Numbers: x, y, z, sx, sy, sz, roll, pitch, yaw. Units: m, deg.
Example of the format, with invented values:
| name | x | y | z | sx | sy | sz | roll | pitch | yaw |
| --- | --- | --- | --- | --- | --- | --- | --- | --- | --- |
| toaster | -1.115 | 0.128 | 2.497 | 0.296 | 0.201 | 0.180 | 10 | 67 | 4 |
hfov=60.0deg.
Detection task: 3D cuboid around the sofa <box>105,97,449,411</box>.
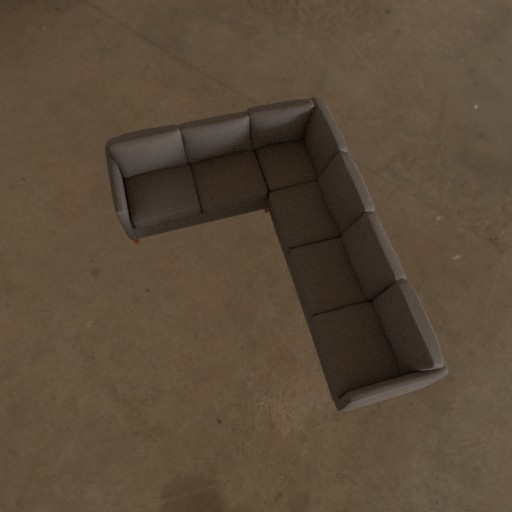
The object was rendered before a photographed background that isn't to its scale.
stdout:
| name | x | y | z | sx | sy | sz | roll | pitch | yaw |
| --- | --- | --- | --- | --- | --- | --- | --- | --- | --- |
| sofa | 0.000 | 0.000 | 4.519 | 2.593 | 0.947 | 3.302 | -14 | 65 | -7 |
